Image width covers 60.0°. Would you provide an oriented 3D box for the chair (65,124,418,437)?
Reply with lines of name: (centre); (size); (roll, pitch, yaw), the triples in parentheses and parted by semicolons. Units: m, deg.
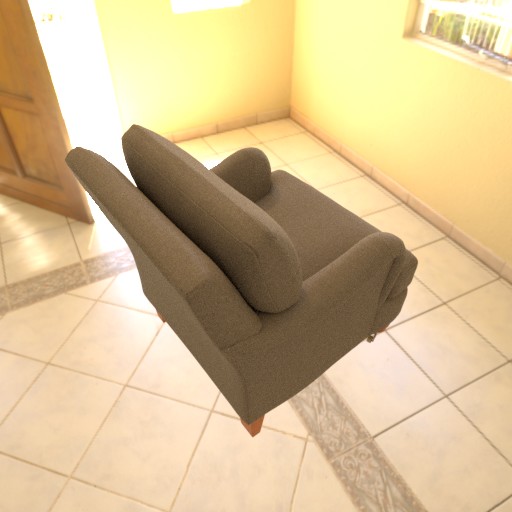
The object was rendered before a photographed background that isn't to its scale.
chair: (0.000, 0.000, 1.860); (1.070, 1.038, 0.955); (-27, 48, -27)
